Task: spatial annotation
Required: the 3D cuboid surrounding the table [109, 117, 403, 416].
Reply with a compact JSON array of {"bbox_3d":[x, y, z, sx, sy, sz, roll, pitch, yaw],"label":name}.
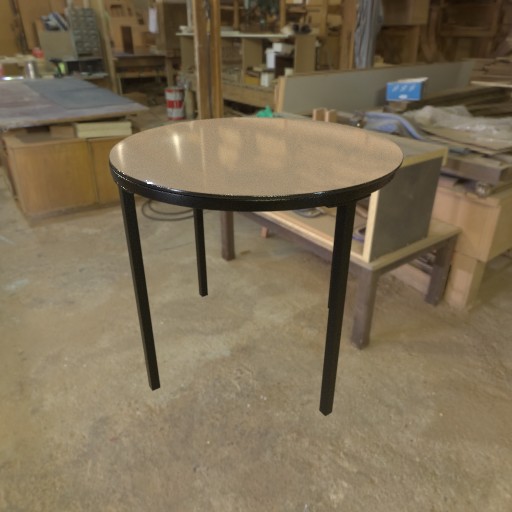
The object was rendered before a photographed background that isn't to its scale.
[{"bbox_3d":[0.000,0.000,0.886,0.499,0.443,0.499,0,28,0],"label":"table"}]
